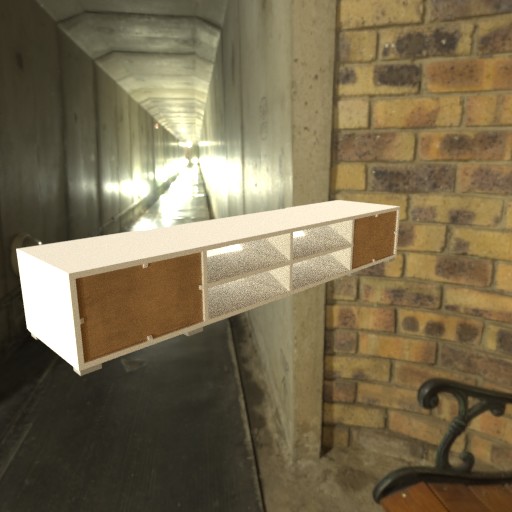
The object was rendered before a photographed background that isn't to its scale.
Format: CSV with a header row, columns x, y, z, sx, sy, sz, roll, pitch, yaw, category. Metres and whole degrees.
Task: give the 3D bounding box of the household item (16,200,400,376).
x,y,z,sx,sy,sz,roll,pitch,yaw,category
0.000,0.000,2.009,0.420,0.310,1.850,14,20,43,household item
